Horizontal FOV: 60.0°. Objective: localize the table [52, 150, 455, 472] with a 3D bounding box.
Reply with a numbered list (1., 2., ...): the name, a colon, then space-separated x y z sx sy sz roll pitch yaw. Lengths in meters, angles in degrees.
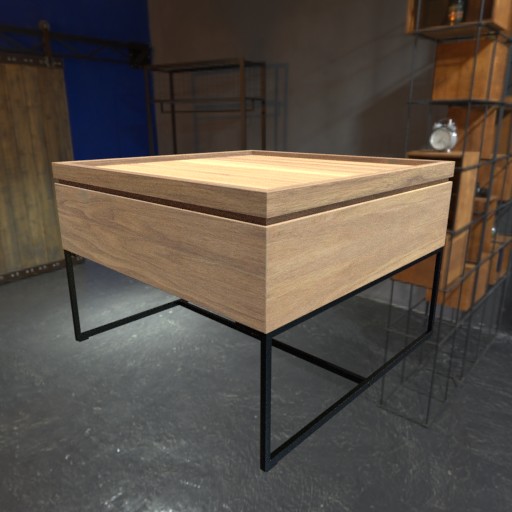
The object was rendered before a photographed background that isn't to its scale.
1. table: 0.000 0.000 1.115 0.679 0.464 0.676 15 22 41
